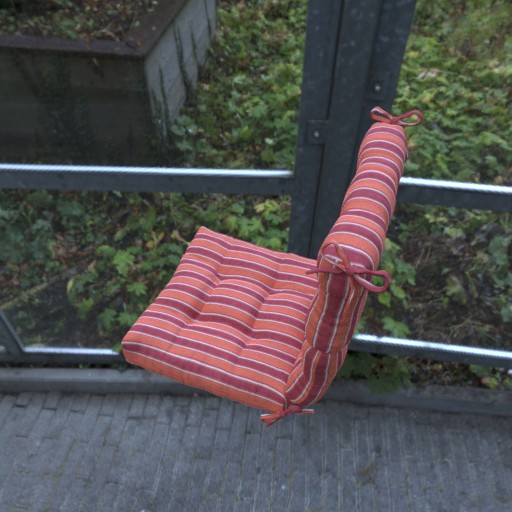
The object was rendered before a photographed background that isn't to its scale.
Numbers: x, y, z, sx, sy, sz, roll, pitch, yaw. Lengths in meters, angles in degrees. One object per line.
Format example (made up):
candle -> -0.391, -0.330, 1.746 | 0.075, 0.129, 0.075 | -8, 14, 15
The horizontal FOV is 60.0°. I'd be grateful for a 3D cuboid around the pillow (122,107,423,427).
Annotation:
pillow -> 0.000, 0.000, 1.034 | 0.571, 0.605, 0.519 | 15, 48, 14
